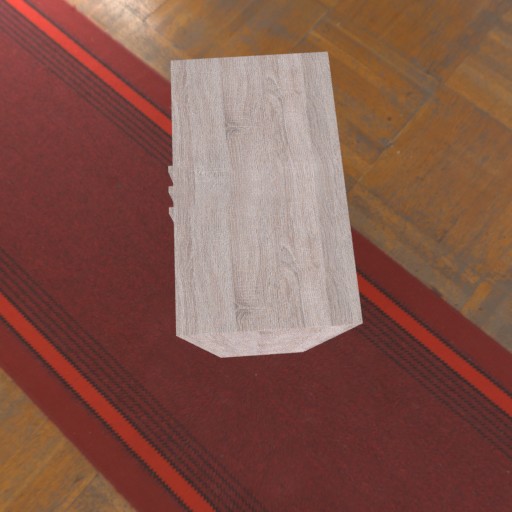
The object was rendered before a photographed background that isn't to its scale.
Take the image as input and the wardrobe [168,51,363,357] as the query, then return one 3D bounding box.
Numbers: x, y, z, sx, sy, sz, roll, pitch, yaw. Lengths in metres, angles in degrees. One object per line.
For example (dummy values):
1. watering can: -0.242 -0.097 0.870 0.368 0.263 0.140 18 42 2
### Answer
1. wardrobe: 0.000 0.000 2.448 0.600 1.960 1.000 -4 75 -1
